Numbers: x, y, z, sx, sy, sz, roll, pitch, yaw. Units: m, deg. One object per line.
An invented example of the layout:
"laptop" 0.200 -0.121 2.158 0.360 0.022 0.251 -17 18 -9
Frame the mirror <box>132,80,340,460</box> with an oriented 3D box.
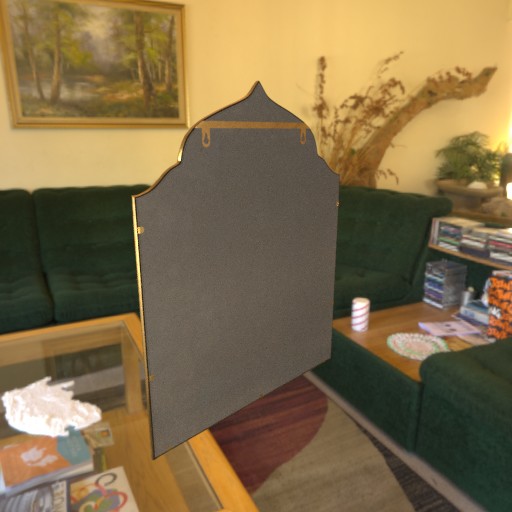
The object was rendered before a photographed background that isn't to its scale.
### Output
"mirror" 0.000 0.000 0.860 0.513 0.635 0.018 -15 22 -42
